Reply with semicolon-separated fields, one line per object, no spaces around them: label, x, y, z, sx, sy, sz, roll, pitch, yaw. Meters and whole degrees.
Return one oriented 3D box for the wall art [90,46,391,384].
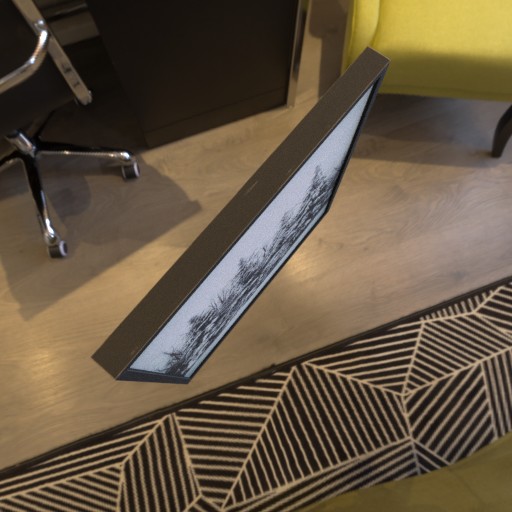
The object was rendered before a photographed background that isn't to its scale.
wall art;0.000;0.000;0.755;0.036;0.506;0.506;38;77;10
